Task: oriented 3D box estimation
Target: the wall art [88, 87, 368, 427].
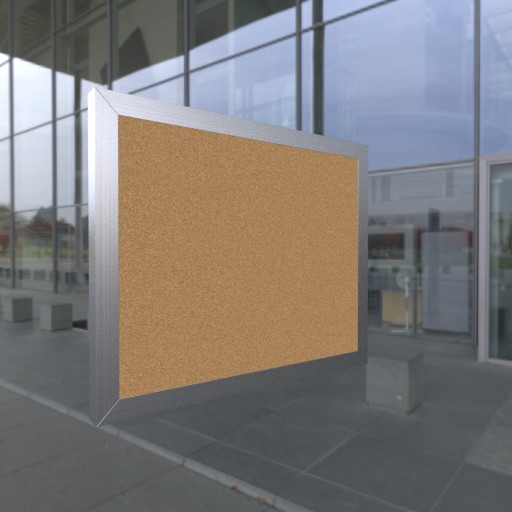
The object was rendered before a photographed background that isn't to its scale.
[{"bbox_3d":[0.000,0.000,0.772,0.557,0.456,0.032,-1,1,-36],"label":"wall art"}]
